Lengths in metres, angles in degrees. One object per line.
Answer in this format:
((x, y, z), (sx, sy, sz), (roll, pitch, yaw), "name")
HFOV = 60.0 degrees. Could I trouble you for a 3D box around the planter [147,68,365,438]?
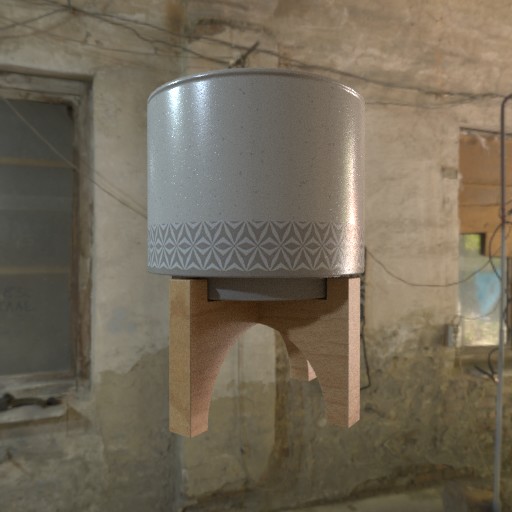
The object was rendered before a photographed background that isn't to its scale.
((0.000, 0.000, 0.273), (0.130, 0.178, 0.130), (0, 1, 0), "planter")
